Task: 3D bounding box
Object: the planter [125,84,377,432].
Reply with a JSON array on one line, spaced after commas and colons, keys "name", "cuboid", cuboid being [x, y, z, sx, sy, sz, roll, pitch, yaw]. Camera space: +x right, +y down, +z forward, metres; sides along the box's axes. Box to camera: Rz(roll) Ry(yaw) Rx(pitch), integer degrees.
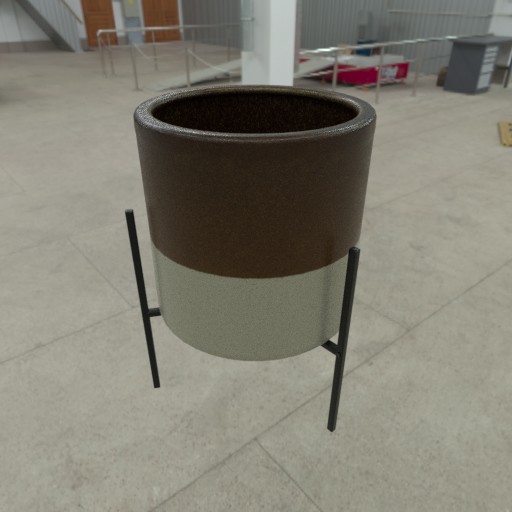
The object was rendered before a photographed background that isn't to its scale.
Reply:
[{"name": "planter", "cuboid": [0.000, 0.000, 0.562, 0.255, 0.375, 0.269, 8, 32, 14]}]
